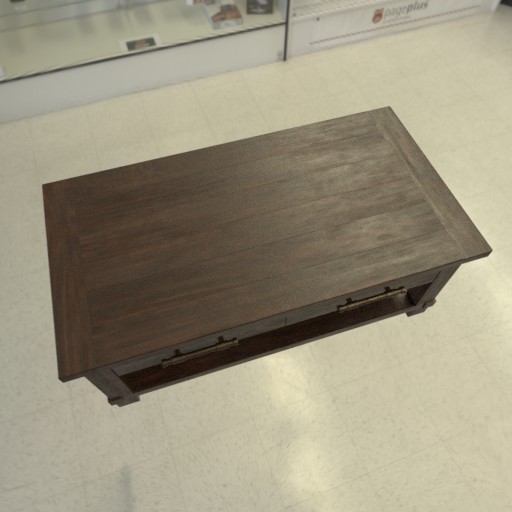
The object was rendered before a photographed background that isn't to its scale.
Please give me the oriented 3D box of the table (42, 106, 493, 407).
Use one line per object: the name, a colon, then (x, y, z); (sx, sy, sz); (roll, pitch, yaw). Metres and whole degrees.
table: (0.000, 0.000, 1.602); (1.270, 0.494, 0.700); (-15, 59, -9)
